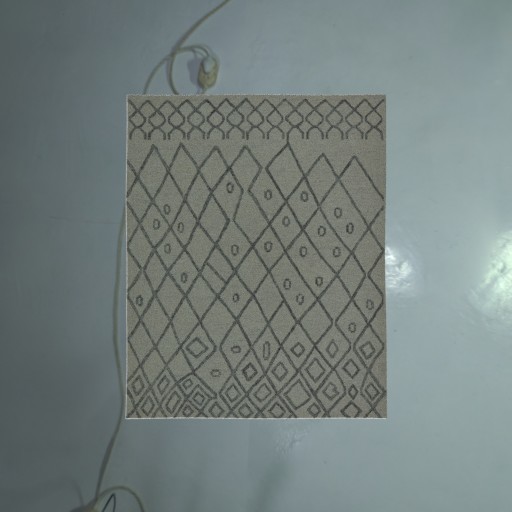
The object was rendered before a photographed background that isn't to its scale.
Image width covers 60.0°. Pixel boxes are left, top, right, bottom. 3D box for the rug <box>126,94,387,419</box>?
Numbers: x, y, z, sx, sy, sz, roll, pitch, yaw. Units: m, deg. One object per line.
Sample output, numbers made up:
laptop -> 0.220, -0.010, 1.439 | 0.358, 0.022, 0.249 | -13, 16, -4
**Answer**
rug -> 0.000, 0.000, 4.157 | 2.446, 0.015, 3.046 | 0, 89, 0
